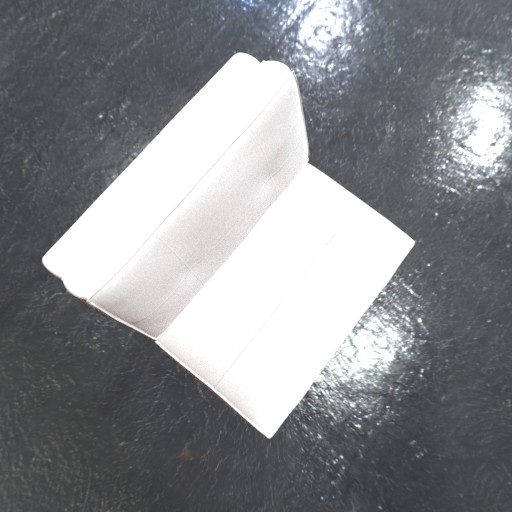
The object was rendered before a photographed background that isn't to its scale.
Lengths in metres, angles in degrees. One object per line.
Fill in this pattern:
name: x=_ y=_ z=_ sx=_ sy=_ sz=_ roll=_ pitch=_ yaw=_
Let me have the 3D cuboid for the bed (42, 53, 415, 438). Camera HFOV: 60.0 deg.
bed: x=0.000 y=0.000 z=1.331 sx=0.749 sy=0.614 sz=0.799 roll=38 pitch=79 yaw=9
